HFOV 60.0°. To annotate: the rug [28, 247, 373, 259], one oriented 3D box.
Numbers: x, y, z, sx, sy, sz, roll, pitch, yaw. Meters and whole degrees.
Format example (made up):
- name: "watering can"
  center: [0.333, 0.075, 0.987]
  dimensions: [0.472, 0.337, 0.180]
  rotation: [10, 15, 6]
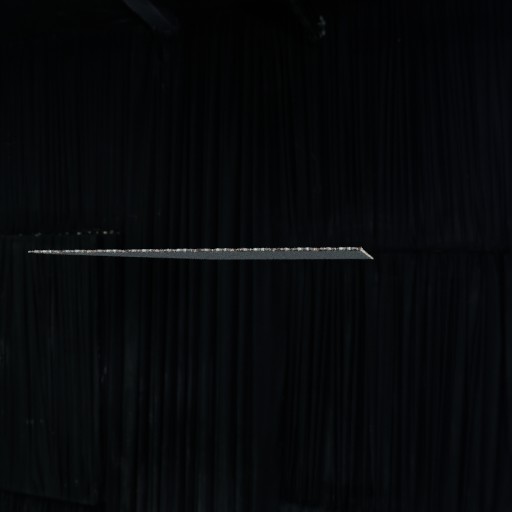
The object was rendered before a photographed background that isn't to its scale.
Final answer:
- name: "rug"
  center: [0.000, 0.000, 2.483]
  dimensions: [1.237, 0.010, 2.029]
  rotation: [0, -1, 16]
